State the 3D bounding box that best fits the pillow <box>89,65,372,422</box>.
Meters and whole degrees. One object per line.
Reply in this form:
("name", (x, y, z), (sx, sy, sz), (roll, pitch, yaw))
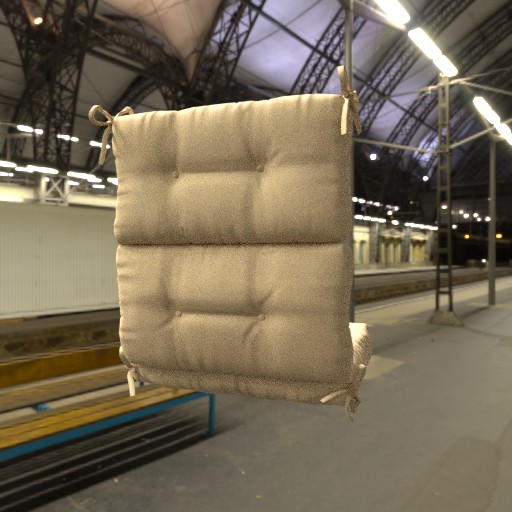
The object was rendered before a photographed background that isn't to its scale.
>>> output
("pillow", (0.000, 0.000, 1.023), (0.519, 0.605, 0.571), (0, 0, 18))
